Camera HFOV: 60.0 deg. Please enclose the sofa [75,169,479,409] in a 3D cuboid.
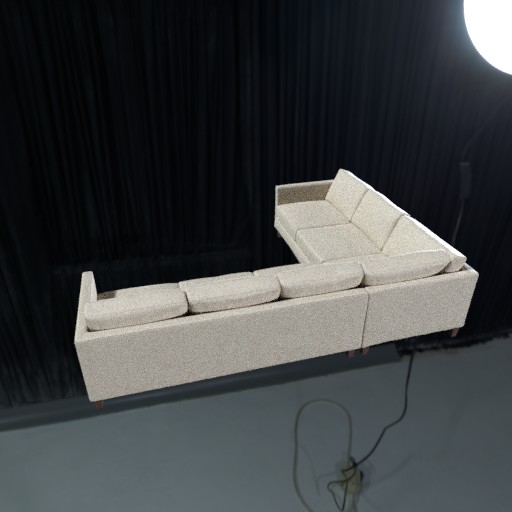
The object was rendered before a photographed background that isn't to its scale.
[{"bbox_3d":[0.000,0.000,4.415,3.182,0.863,2.432,-8,30,-14],"label":"sofa"}]
